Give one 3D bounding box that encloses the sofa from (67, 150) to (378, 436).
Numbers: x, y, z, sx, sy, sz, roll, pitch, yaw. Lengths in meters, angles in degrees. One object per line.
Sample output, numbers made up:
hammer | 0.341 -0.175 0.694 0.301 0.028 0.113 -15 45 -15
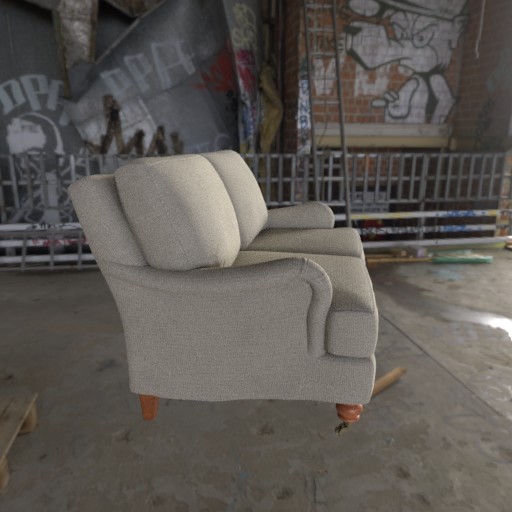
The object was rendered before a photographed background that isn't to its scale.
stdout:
sofa | 0.000 0.000 2.198 1.087 0.999 1.480 3 15 10
